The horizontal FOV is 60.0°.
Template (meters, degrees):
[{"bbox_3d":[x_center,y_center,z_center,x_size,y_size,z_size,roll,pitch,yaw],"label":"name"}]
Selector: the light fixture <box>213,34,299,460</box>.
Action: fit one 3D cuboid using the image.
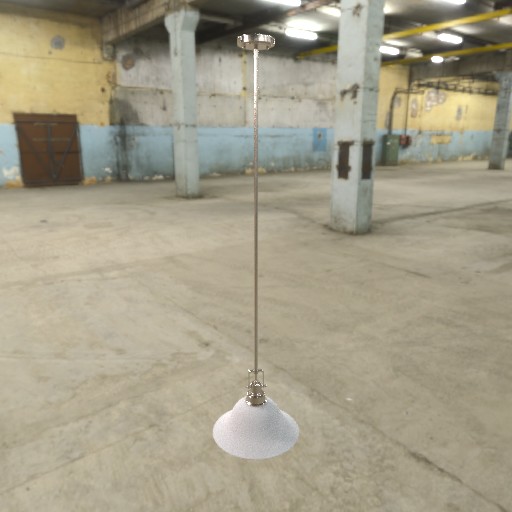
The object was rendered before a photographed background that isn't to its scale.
[{"bbox_3d":[0.000,0.000,1.503,0.324,1.354,0.324,-2,14,-8],"label":"light fixture"}]
